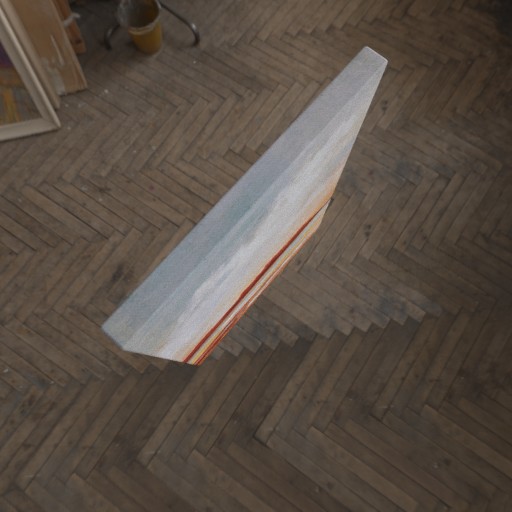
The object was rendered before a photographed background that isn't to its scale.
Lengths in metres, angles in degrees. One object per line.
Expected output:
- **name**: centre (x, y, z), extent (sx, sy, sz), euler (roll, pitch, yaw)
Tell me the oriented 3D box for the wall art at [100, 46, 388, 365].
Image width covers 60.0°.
- **wall art**: centre (0.000, 0.000, 0.773), extent (0.035, 0.605, 0.443), euler (40, 78, 10)
